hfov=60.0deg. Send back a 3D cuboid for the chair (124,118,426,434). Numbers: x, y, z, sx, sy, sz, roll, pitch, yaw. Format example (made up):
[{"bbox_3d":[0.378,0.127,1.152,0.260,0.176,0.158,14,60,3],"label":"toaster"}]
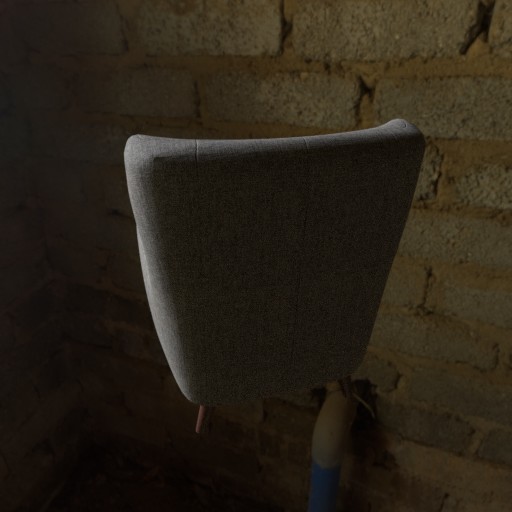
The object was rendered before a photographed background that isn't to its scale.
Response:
[{"bbox_3d":[0.000,0.000,1.709,0.878,1.063,0.904,-8,28,-15],"label":"chair"}]
